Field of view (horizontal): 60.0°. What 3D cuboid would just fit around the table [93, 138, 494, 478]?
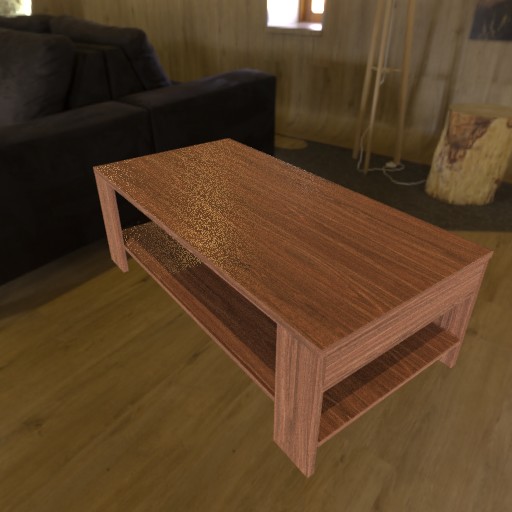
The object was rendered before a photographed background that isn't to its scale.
[{"bbox_3d":[0.000,0.000,1.479,0.600,0.400,1.200,-21,37,-31],"label":"table"}]
